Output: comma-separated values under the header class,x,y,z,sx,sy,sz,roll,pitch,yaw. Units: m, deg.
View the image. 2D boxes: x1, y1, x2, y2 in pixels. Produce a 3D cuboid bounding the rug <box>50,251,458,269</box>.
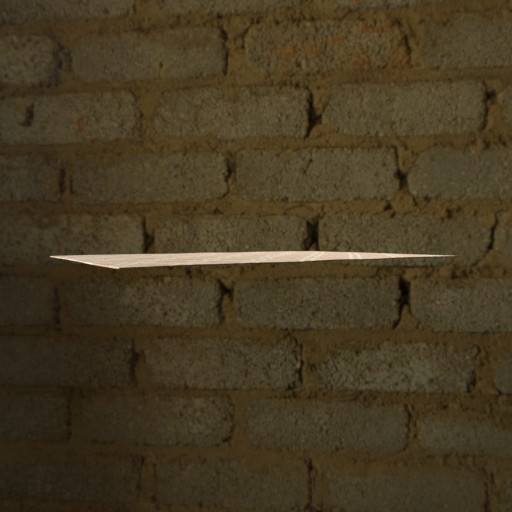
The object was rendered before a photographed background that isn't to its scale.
class,x,y,z,sx,sy,sz,roll,pitch,yaw
rug,0.000,0.000,2.246,1.745,0.010,1.146,-1,2,-34
